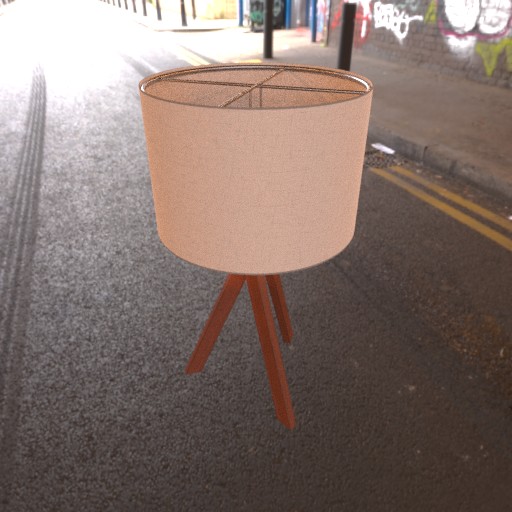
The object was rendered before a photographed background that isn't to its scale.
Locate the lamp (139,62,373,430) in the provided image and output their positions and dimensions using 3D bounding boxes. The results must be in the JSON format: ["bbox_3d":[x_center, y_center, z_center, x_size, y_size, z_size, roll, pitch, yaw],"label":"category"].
[{"bbox_3d":[0.000,0.000,0.915,0.380,0.686,0.380,10,33,16],"label":"lamp"}]
